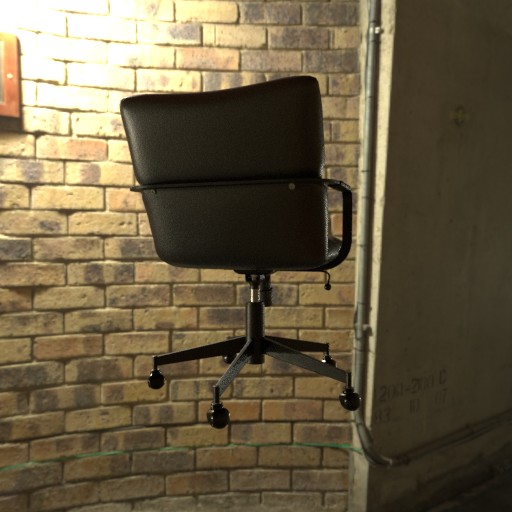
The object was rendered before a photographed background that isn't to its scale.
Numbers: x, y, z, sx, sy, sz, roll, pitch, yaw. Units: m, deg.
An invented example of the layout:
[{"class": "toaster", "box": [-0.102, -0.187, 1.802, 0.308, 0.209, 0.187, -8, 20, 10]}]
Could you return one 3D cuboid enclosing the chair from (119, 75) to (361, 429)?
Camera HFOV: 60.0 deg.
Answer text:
[{"class": "chair", "box": [0.000, 0.000, 1.514, 0.719, 0.922, 0.748, 0, 1, 18]}]
